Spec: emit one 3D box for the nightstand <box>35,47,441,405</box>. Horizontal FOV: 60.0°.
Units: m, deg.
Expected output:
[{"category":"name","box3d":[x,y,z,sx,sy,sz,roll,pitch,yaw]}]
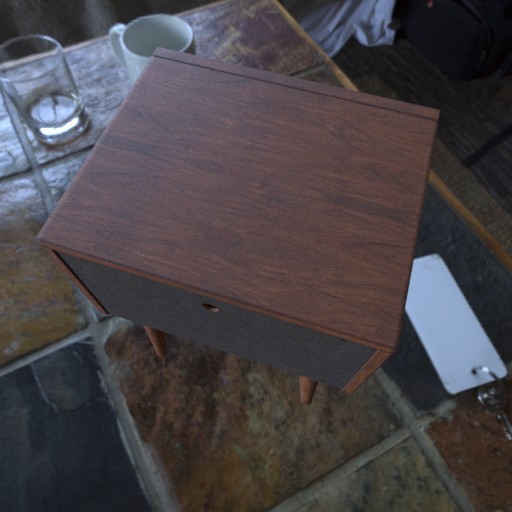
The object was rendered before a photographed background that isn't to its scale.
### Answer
[{"category":"nightstand","box3d":[0.000,0.000,0.961,0.521,0.607,0.445,16,64,8]}]
